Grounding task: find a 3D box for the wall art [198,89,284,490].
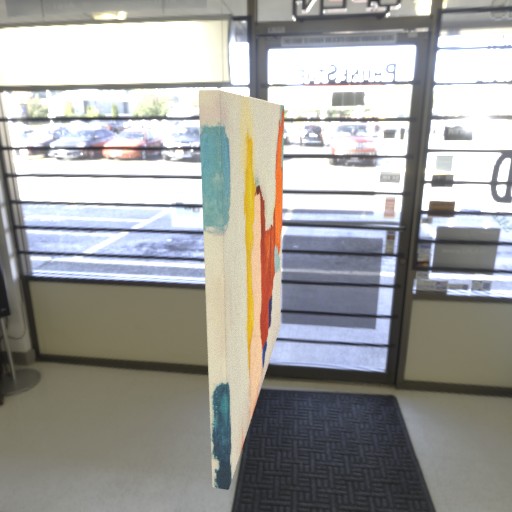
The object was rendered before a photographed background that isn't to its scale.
[{"bbox_3d":[0.000,0.000,1.224,0.037,0.814,0.814,3,17,10],"label":"wall art"}]
